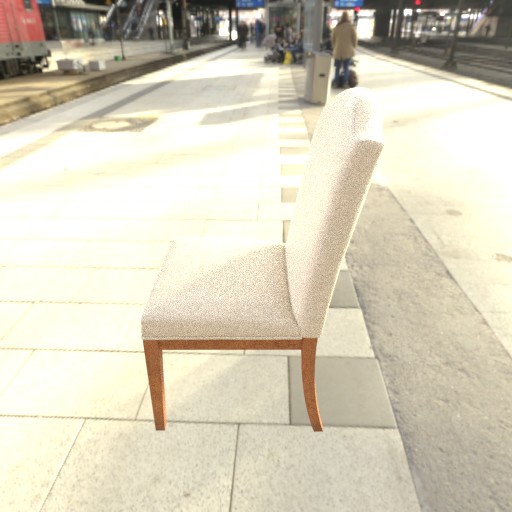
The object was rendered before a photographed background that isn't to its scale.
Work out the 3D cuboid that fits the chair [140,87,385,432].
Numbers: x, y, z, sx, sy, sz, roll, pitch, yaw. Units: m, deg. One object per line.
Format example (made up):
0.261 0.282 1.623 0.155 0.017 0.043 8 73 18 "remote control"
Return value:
0.000 0.000 1.418 0.648 1.012 0.534 0 27 0 "chair"
